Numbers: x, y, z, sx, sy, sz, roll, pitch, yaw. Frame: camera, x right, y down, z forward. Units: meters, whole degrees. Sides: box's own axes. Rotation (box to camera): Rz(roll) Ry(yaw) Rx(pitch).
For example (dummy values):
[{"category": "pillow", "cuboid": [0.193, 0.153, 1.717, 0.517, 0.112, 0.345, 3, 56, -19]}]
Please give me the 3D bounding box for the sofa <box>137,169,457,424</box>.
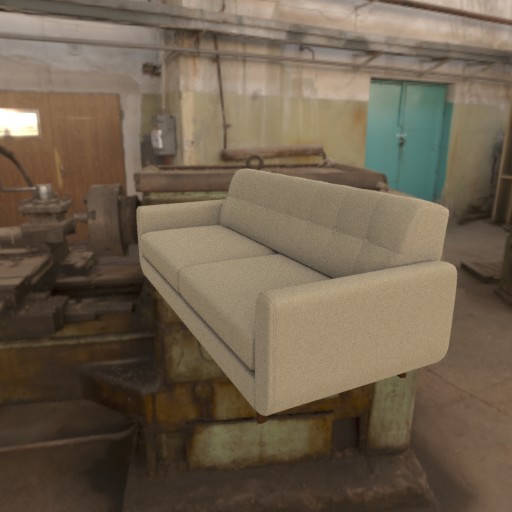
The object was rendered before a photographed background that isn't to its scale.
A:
[{"category": "sofa", "cuboid": [0.000, 0.000, 2.661, 0.980, 0.892, 2.137, -8, 18, -25]}]
